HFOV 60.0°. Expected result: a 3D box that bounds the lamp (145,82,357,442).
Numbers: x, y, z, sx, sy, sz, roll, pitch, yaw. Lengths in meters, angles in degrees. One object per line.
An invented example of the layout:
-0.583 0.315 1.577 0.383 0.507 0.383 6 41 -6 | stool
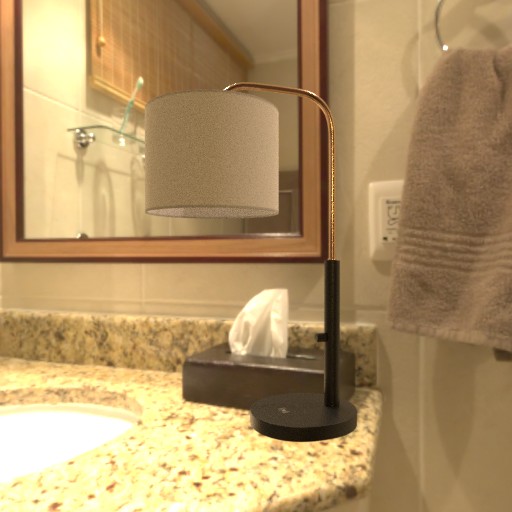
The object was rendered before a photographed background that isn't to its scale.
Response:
0.000 0.000 0.695 0.337 0.540 0.199 0 1 -18 | lamp
